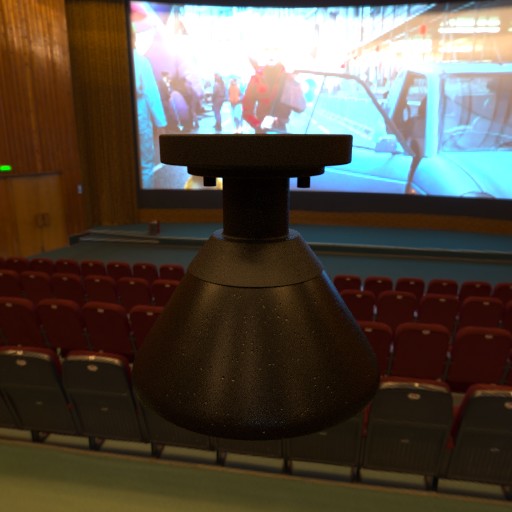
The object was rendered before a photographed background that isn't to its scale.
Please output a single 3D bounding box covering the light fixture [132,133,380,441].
[{"bbox_3d":[0.000,0.000,0.347,0.200,0.183,0.200,0,15,0],"label":"light fixture"}]
